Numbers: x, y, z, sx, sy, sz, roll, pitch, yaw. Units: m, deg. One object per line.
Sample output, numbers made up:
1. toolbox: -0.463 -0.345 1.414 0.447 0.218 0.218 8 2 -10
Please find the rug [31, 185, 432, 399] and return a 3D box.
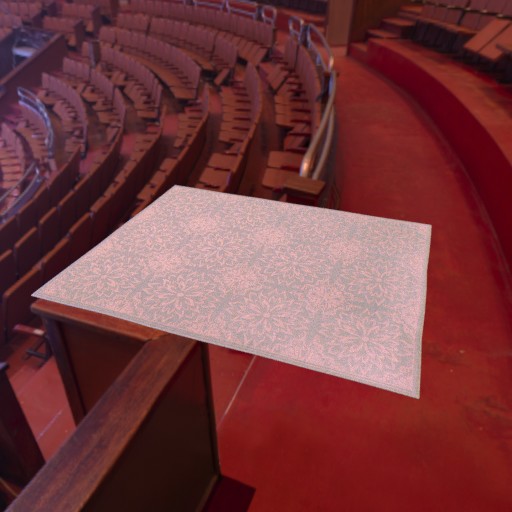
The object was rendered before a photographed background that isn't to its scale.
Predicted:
1. rug: 0.000 0.000 4.057 2.980 0.012 2.363 11 34 17
